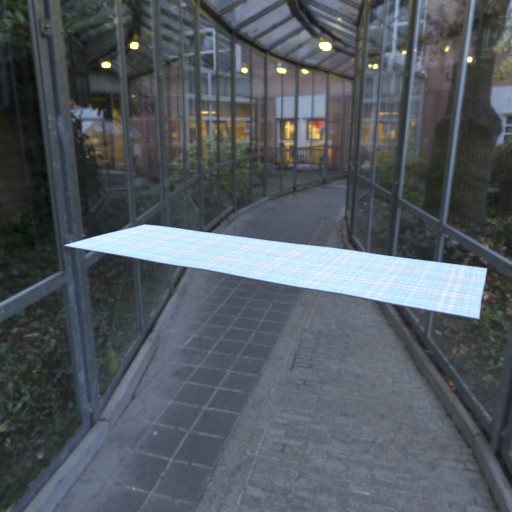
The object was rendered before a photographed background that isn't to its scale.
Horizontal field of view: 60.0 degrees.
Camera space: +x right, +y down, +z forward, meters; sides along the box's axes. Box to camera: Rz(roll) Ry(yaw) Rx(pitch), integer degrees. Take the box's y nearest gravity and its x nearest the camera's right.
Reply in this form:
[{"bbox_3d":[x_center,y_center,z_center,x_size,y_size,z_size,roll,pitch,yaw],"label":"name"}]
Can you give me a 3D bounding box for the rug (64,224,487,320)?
[{"bbox_3d":[0.000,0.000,2.644,2.439,0.013,0.762,8,18,28],"label":"rug"}]
